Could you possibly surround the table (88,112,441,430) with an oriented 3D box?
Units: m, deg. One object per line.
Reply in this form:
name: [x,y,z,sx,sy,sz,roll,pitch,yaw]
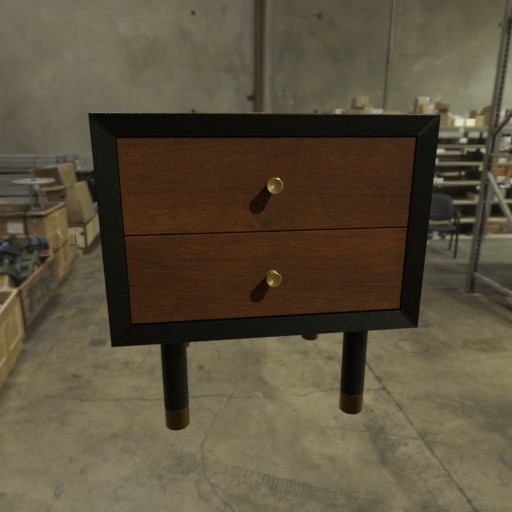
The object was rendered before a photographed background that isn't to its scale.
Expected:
table: [0.000,0.000,0.972,0.564,0.584,0.441,-2,16,-8]
